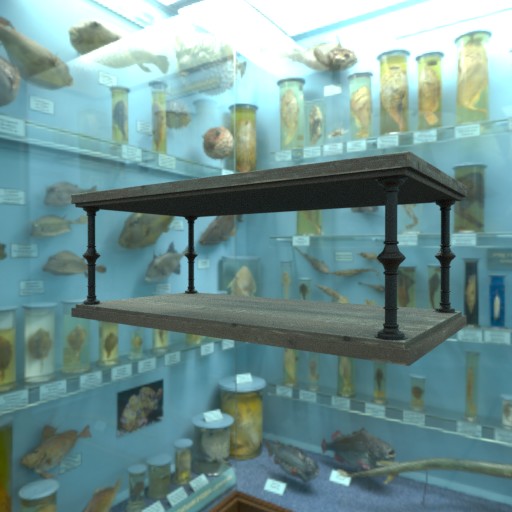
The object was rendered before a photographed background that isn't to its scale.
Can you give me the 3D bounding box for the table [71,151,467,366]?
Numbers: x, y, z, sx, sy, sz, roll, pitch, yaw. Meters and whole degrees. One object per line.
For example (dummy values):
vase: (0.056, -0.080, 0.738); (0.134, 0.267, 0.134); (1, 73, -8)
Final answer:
table: (0.000, 0.000, 1.360); (1.088, 0.399, 0.554); (0, 1, 35)
